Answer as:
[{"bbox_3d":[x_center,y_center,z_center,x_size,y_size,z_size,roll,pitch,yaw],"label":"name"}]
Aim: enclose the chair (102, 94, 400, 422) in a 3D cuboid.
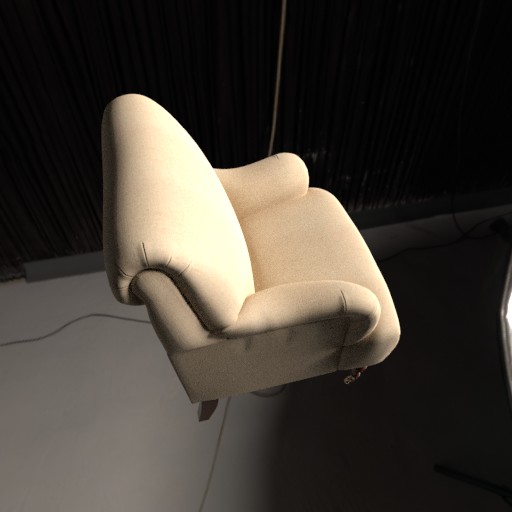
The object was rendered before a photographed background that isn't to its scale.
[{"bbox_3d":[0.000,0.000,1.527,0.842,0.944,0.766,-10,48,-9],"label":"chair"}]
